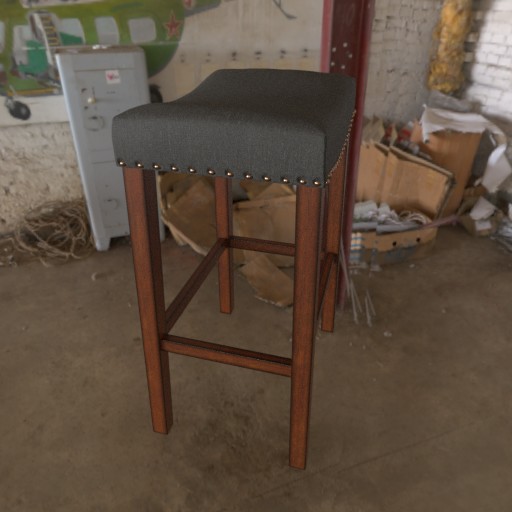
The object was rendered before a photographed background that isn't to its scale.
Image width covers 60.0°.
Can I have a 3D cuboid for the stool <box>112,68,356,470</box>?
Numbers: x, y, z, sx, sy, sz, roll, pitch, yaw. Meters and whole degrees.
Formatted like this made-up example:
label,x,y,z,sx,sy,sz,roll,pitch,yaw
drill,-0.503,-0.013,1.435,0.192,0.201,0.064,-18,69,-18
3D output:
label,x,y,z,sx,sy,sz,roll,pitch,yaw
stool,0.000,0.000,1.025,0.366,0.748,0.502,8,32,13
